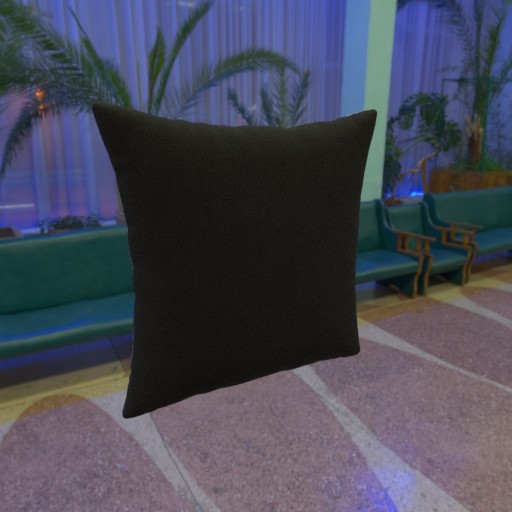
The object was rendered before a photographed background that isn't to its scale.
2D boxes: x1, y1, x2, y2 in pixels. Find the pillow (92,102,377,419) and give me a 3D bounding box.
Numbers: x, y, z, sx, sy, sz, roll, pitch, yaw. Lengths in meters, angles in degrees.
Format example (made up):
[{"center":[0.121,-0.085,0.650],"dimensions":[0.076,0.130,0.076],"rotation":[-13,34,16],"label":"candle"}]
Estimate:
[{"center":[0.000,0.000,0.793],"dimensions":[0.511,0.509,0.161],"rotation":[-8,18,-26],"label":"pillow"}]
